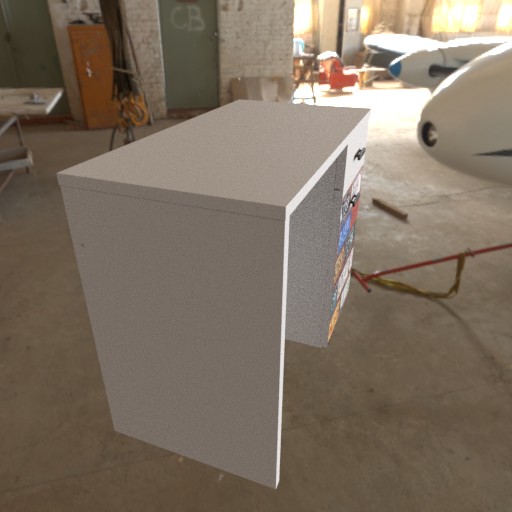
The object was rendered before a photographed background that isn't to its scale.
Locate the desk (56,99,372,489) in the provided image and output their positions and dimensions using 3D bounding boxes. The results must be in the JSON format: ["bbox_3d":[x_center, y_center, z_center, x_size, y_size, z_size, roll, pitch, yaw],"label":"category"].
[{"bbox_3d":[0.000,0.000,1.326,0.482,0.730,0.898,11,31,19],"label":"desk"}]
